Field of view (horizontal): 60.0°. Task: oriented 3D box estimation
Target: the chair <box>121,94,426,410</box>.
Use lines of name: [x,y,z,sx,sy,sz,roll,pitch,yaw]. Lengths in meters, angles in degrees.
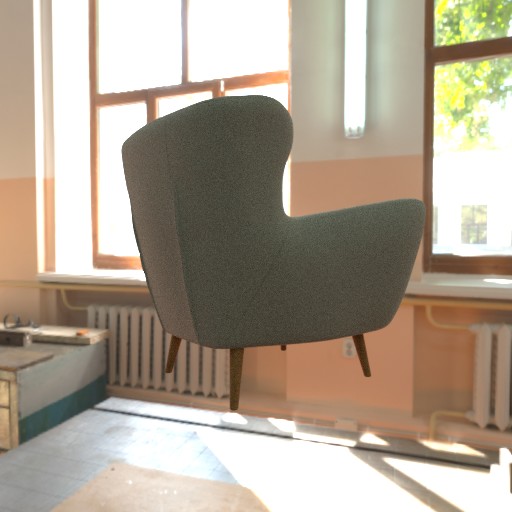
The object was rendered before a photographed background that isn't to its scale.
chair: [0.000,0.000,1.632,0.889,0.889,0.890,-1,2,-36]
